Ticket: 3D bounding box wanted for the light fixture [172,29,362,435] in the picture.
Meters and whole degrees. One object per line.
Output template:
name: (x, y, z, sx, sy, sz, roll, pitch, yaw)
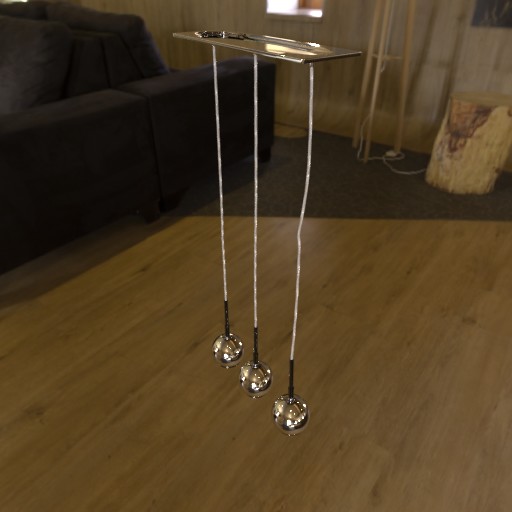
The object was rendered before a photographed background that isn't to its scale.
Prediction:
light fixture: (0.000, 0.000, 1.604, 0.188, 1.408, 0.623, -22, 39, -30)
